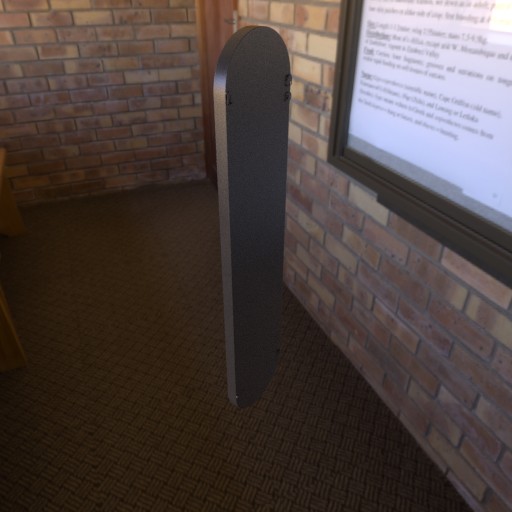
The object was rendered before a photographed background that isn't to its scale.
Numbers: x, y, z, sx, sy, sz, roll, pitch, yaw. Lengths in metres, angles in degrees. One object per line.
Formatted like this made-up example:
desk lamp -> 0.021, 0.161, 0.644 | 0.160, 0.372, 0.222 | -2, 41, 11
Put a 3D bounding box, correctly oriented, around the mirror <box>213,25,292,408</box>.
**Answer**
mirror -> 0.000, 0.000, 1.072 | 0.032, 0.991, 0.222 | 20, 37, 29
